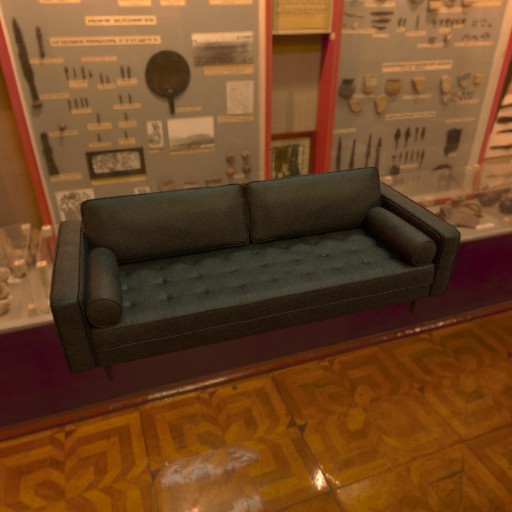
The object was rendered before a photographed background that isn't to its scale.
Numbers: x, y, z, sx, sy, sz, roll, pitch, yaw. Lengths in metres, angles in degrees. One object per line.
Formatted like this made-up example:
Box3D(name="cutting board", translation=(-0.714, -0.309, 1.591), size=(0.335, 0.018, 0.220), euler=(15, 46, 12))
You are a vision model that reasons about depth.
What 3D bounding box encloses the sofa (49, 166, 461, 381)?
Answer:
Box3D(name="sofa", translation=(0.000, 0.000, 2.655), size=(2.210, 0.762, 0.914), euler=(-9, 31, -16))
